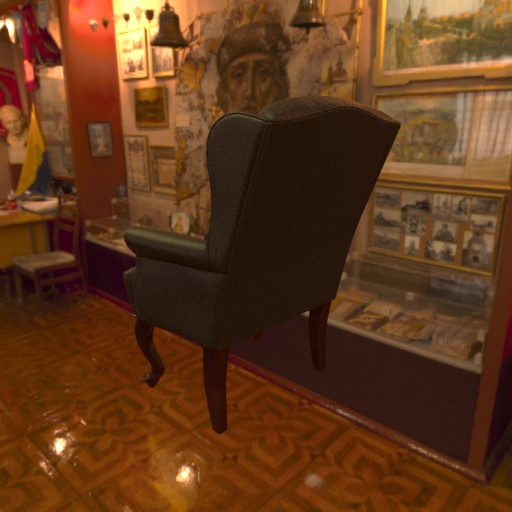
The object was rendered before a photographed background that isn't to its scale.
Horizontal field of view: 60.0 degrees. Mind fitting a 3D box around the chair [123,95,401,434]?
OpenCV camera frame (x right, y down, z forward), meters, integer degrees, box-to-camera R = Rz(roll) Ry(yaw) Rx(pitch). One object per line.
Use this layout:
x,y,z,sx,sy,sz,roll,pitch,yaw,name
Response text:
0.000,0.000,1.671,0.762,1.111,0.838,15,22,43,chair
